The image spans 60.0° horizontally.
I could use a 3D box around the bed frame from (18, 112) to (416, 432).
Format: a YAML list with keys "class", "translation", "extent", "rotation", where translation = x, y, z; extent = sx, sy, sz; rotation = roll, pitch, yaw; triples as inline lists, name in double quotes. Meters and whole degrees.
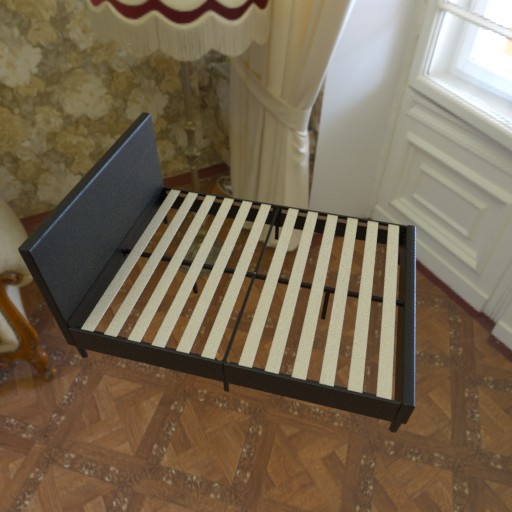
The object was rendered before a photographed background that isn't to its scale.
- class: "bed frame"
  translation: [0.000, 0.000, 3.201]
  extent: [2.318, 1.127, 1.634]
  rotation: [10, 46, 10]
